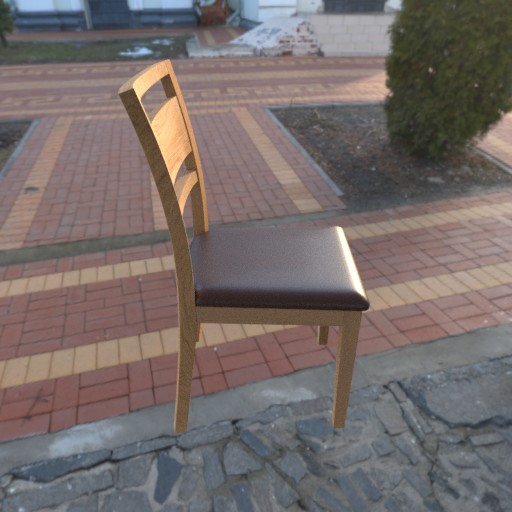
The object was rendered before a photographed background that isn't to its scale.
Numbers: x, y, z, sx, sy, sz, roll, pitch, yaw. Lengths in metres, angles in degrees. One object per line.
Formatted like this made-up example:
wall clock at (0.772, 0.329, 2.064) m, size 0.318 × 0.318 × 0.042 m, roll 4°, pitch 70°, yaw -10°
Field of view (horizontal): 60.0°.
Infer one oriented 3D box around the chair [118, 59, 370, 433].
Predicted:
chair at (0.000, 0.000, 1.209) m, size 0.545 × 0.940 × 0.420 m, roll 0°, pitch 31°, yaw 0°
